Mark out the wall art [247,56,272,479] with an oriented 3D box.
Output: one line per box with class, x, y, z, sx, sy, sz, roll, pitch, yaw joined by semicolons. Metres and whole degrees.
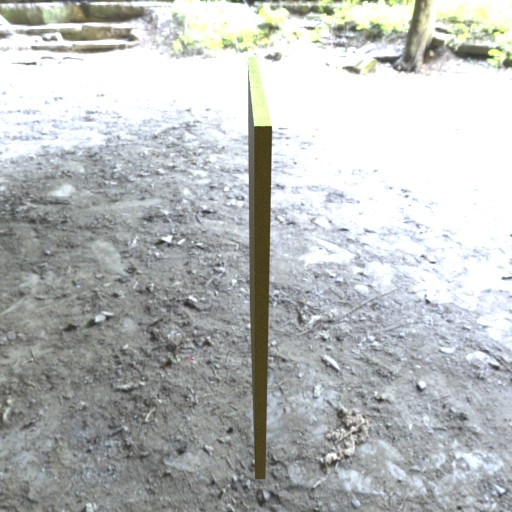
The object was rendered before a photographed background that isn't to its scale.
wall art;0.000;0.000;1.338;0.030;1.002;0.798;-1;32;-1
